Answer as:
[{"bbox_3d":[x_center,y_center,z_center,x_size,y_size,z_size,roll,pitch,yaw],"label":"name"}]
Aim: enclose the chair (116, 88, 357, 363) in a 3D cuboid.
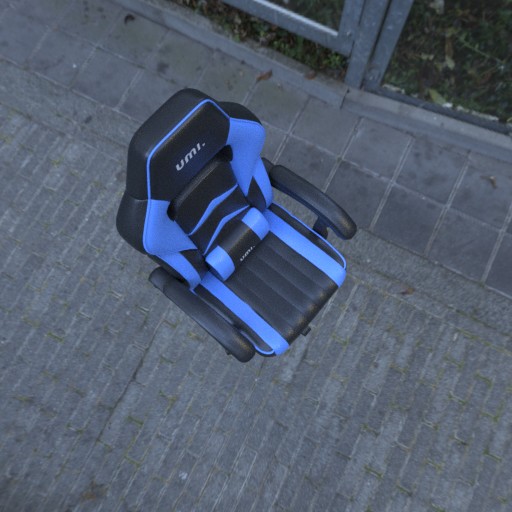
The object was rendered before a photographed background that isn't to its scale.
[{"bbox_3d":[0.000,0.000,1.698,0.700,1.280,0.700,39,78,10],"label":"chair"}]
